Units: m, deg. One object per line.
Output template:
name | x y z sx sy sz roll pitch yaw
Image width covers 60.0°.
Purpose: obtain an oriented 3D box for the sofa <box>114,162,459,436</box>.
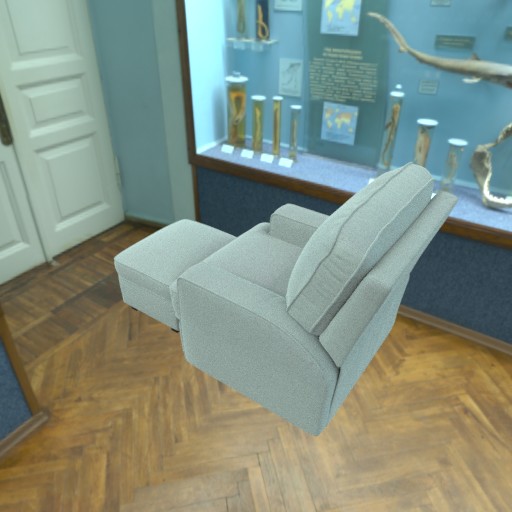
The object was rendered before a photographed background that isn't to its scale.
sofa | 0.000 0.000 2.069 1.472 0.959 0.861 21 38 29
